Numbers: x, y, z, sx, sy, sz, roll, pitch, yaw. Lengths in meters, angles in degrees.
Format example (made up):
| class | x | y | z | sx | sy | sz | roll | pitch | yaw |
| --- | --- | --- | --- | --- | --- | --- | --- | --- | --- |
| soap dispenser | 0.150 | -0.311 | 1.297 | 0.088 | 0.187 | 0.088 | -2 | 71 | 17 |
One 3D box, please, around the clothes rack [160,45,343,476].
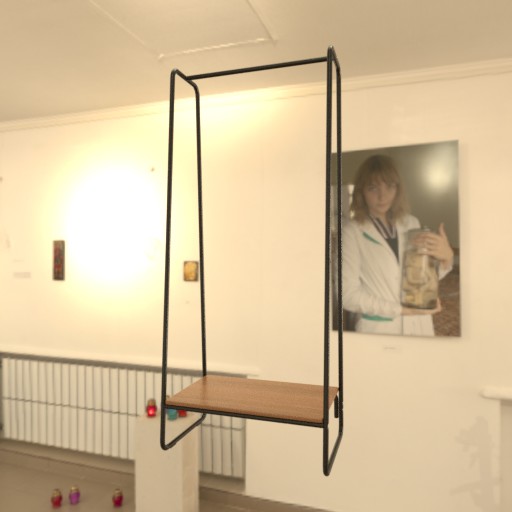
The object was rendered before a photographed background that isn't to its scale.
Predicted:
| class | x | y | z | sx | sy | sz | roll | pitch | yaw |
| --- | --- | --- | --- | --- | --- | --- | --- | --- | --- |
| clothes rack | 0.000 | 0.000 | 1.757 | 0.640 | 1.500 | 0.400 | 0 | 0 | 19 |
